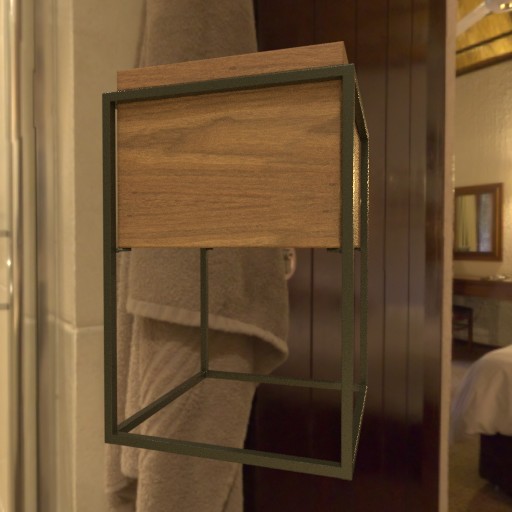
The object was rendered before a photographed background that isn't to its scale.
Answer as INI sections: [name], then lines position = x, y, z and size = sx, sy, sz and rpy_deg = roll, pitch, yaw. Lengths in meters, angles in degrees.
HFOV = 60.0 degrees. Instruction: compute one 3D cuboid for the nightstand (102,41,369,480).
[nightstand]
position = 0.000, 0.000, 0.849
size = 0.397, 0.607, 0.397
rpy_deg = 0, 1, 17
